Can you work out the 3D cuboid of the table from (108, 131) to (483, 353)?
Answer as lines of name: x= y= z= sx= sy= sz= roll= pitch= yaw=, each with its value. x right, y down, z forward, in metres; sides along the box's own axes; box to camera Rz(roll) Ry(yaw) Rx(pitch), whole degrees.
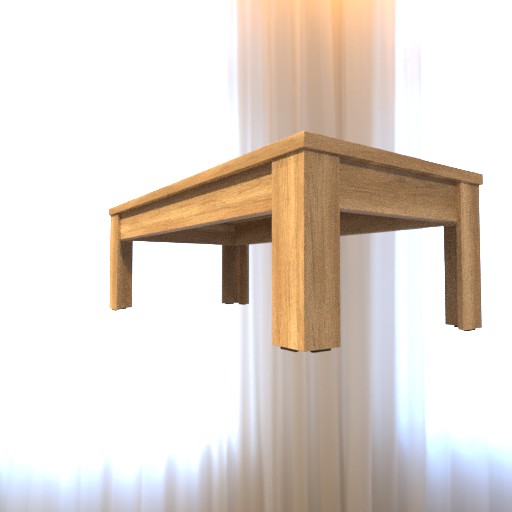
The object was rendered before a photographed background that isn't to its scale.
table: x=0.000 y=0.000 z=1.657 sx=0.700 sy=0.460 sz=1.350 roll=2 pitch=-3 yaw=-35
